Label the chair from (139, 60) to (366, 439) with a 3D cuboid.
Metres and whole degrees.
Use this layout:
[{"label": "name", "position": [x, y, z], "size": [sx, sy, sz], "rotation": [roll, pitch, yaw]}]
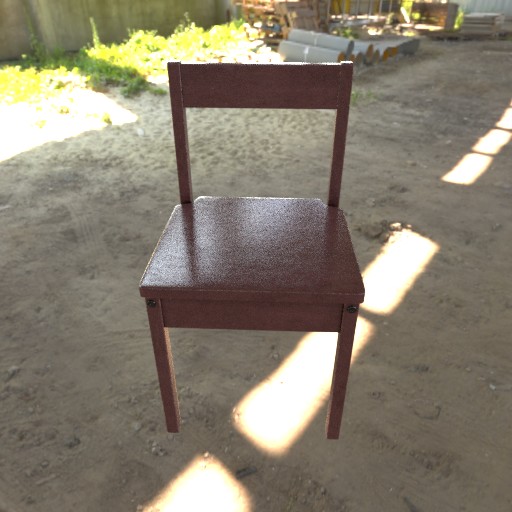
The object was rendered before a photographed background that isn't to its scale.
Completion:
[{"label": "chair", "position": [0.000, 0.000, 0.882], "size": [0.367, 0.668, 0.361], "rotation": [1, 32, 2]}]
